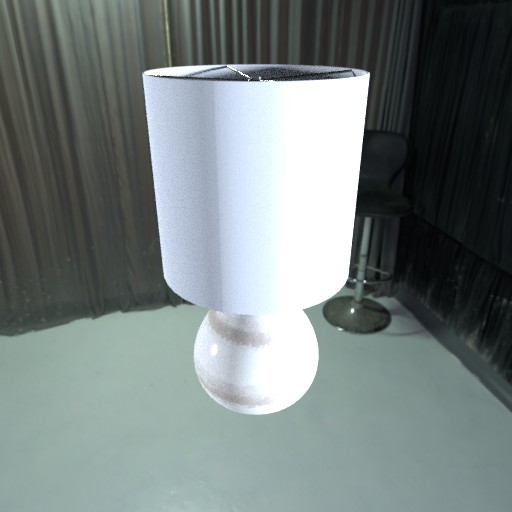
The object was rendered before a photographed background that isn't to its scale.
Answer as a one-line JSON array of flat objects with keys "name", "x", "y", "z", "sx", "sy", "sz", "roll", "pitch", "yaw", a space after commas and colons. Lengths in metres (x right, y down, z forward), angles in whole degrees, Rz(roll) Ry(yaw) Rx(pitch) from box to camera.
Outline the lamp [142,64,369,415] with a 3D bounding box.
[{"name": "lamp", "x": 0.000, "y": 0.000, "z": 0.523, "sx": 0.217, "sy": 0.404, "sz": 0.217, "roll": -9, "pitch": 28, "yaw": -17}]
